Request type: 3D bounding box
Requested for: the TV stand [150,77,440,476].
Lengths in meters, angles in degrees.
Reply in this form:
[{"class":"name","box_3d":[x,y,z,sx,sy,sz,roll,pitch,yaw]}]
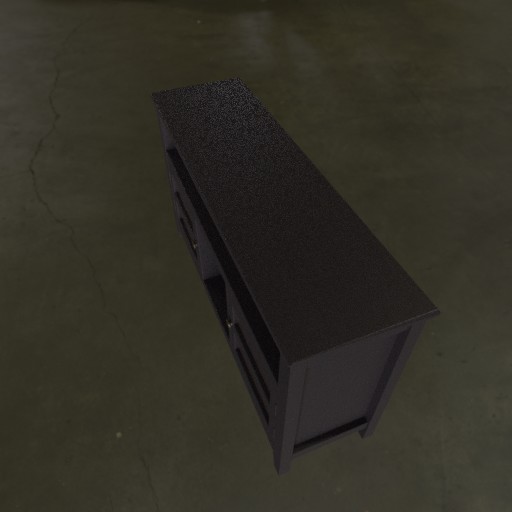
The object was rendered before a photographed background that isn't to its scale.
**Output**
[{"class":"TV stand","box_3d":[0.000,0.000,1.507,0.347,0.681,1.198,-16,48,-15]}]
